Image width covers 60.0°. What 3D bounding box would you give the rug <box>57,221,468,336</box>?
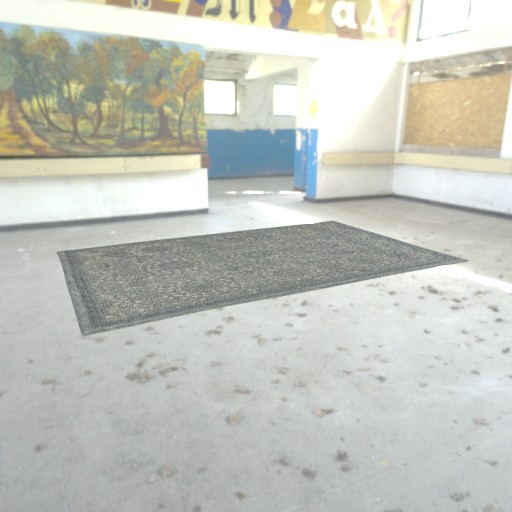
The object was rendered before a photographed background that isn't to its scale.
[{"bbox_3d":[0.000,0.000,3.135,2.498,0.022,1.535,-8,18,-26],"label":"rug"}]
